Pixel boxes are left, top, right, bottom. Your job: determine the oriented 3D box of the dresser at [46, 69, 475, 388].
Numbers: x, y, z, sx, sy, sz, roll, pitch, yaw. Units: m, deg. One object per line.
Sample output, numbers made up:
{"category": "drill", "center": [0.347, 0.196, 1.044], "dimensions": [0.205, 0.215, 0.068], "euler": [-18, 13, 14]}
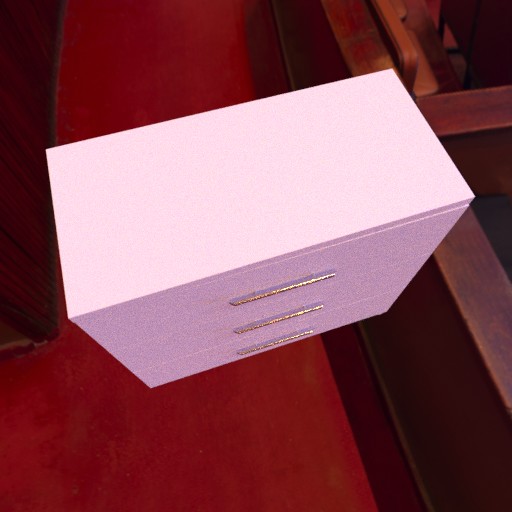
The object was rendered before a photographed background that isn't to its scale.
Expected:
{"category": "dresser", "center": [0.000, 0.000, 1.264], "dimensions": [0.830, 0.740, 0.420], "euler": [-16, 64, -8]}
